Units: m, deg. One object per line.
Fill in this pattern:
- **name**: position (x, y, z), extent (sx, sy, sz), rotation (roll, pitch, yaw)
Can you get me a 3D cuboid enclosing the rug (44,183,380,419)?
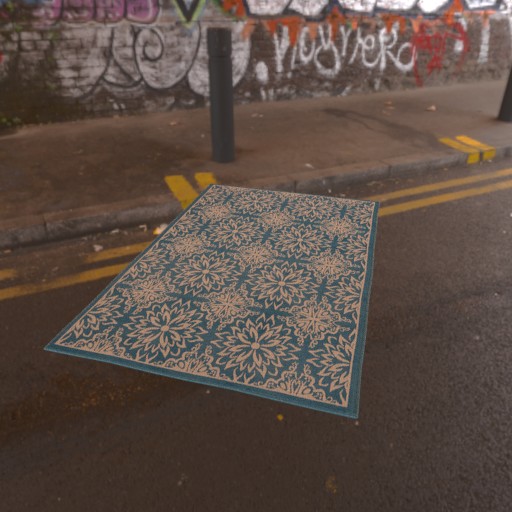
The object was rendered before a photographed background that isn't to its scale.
- **rug**: position (0.000, 0.000, 2.351), extent (1.211, 0.012, 1.833), rotation (8, 31, 14)
